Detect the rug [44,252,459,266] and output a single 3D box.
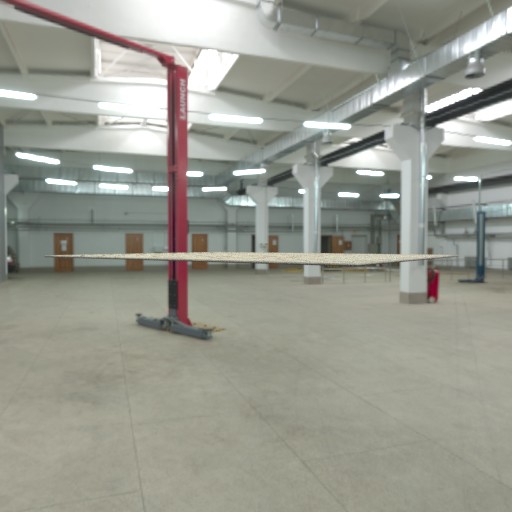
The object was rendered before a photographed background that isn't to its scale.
[{"bbox_3d":[0.000,0.000,4.166,3.050,0.016,2.441,1,2,36],"label":"rug"}]
